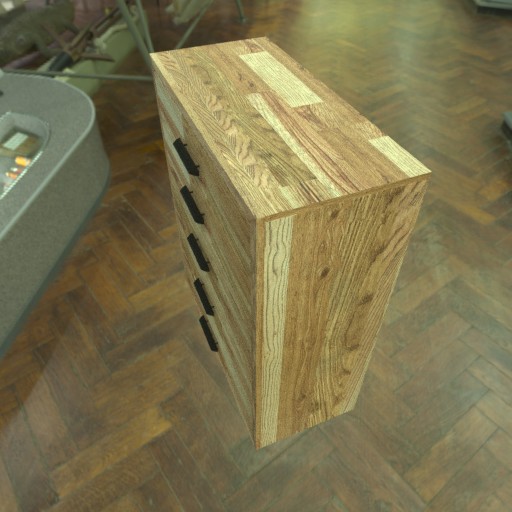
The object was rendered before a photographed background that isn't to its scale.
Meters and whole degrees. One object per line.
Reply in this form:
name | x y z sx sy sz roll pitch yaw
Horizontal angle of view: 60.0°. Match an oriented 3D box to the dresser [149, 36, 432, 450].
dresser | 0.000 0.000 1.710 0.480 1.243 0.966 -16 47 -16
